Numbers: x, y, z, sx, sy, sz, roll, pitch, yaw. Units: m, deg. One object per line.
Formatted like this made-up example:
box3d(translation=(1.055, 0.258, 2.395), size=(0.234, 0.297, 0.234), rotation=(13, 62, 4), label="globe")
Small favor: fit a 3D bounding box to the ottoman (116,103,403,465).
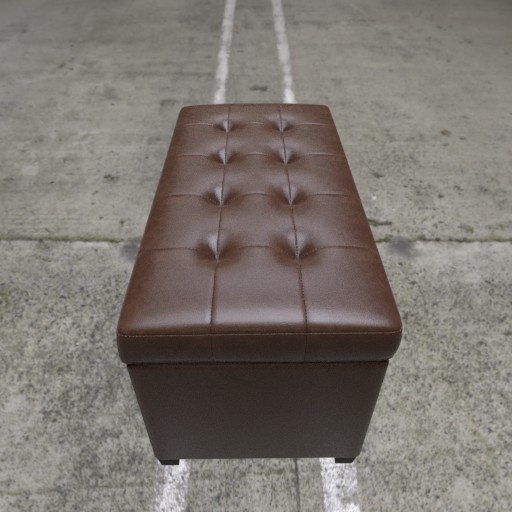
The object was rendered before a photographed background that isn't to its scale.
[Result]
box3d(translation=(0.000, 0.000, 1.088), size=(0.432, 0.470, 0.838), rotation=(0, 41, 0), label="ottoman")
